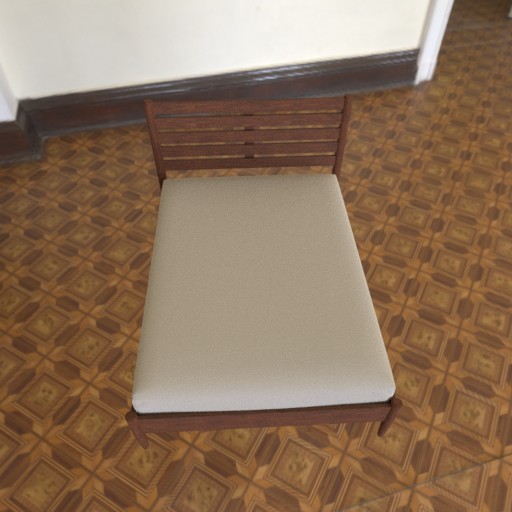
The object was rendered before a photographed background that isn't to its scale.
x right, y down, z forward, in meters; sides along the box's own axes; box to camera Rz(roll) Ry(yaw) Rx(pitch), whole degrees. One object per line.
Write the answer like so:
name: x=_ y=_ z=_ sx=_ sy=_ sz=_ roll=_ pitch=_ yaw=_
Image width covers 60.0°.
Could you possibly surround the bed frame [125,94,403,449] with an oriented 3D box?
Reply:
bed frame: x=0.000 y=0.000 z=3.234 sx=1.655 sy=1.321 sz=2.234 roll=-2 pitch=47 yaw=-2
